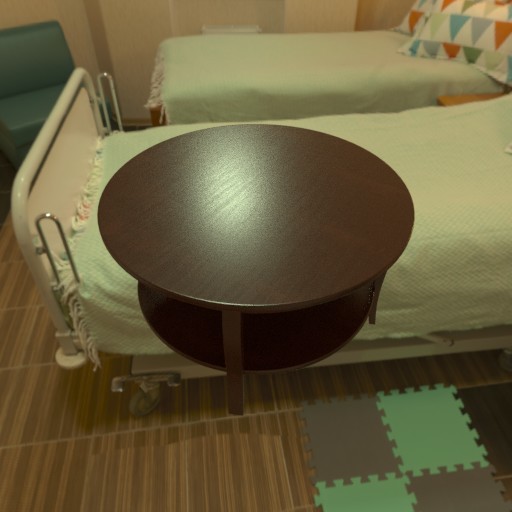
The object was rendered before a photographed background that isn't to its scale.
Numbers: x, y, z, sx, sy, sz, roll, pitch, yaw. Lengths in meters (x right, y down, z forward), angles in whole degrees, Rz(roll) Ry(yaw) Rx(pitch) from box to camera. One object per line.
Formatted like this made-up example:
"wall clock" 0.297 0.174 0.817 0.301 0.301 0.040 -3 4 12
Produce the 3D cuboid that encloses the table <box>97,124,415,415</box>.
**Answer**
"table" 0.000 0.000 1.483 0.911 0.512 0.911 0 42 0
